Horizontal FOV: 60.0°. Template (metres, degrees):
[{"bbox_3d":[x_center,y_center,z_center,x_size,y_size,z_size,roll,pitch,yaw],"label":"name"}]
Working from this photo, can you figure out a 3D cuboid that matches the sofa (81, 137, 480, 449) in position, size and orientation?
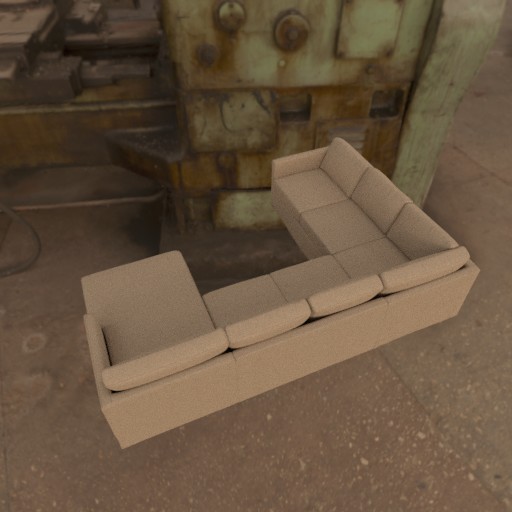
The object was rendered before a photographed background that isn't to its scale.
[{"bbox_3d":[0.000,0.000,4.535,3.460,0.882,2.427,-17,47,-16],"label":"sofa"}]
